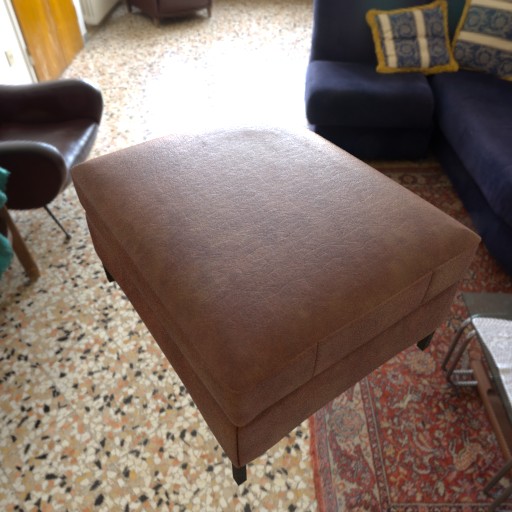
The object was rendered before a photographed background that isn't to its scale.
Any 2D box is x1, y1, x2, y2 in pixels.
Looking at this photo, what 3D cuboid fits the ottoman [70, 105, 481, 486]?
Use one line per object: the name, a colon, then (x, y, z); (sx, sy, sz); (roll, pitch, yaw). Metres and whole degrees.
ottoman: (0.000, 0.000, 1.735); (0.965, 0.667, 1.186); (-26, 49, -25)
